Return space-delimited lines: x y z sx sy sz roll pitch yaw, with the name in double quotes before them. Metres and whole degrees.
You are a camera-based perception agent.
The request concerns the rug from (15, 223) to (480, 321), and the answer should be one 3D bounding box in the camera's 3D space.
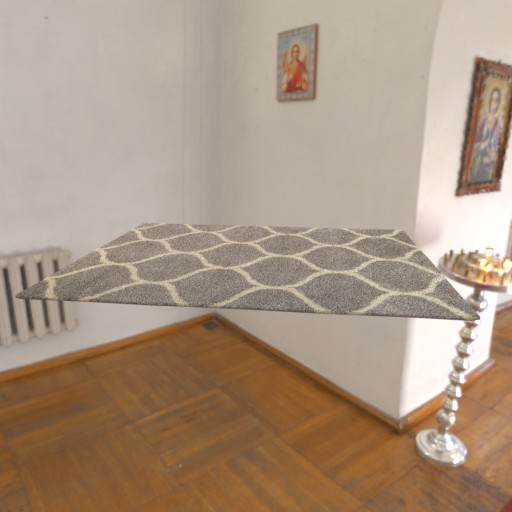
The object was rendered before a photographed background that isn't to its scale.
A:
"rug" 0.000 0.000 3.944 3.000 0.026 2.399 2 16 7
